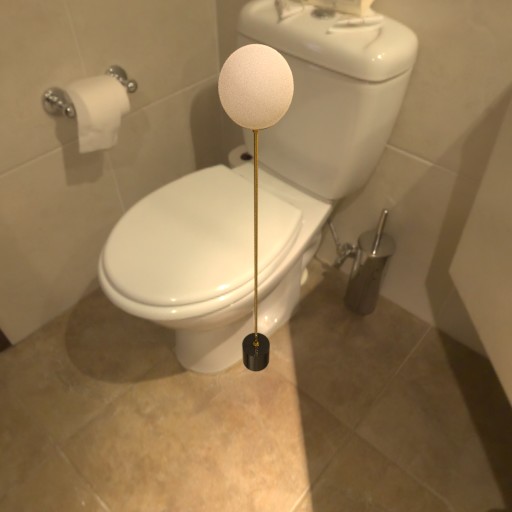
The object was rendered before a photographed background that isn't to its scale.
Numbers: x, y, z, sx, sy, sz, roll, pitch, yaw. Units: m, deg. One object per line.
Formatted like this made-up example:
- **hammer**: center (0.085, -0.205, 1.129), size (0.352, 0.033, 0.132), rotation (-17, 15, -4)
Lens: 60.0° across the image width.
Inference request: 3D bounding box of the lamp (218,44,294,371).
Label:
- **lamp**: center (0.000, 0.000, 1.901), size (0.229, 1.748, 0.229), rotation (4, 47, 3)
